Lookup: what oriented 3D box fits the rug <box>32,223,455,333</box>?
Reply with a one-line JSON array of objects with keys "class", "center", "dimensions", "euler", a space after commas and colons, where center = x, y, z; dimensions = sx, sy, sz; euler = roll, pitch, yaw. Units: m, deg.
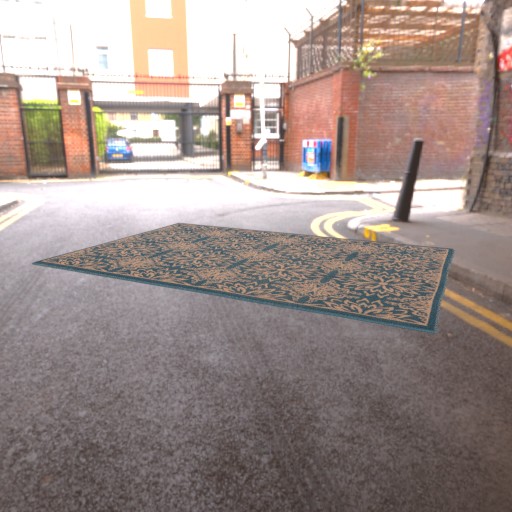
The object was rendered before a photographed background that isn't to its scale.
[{"class": "rug", "center": [0.000, 0.000, 2.288], "dimensions": [1.833, 0.012, 1.211], "euler": [7, 16, 25]}]
